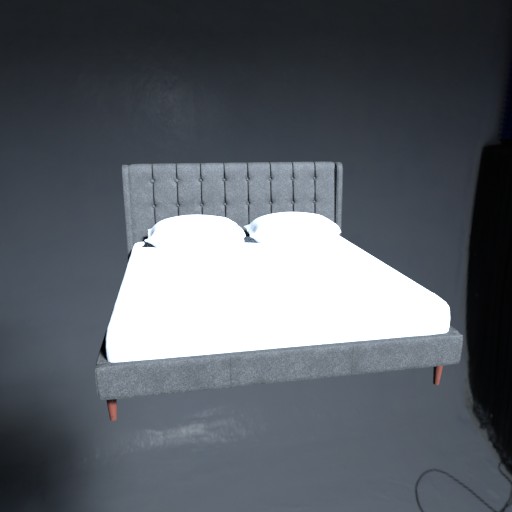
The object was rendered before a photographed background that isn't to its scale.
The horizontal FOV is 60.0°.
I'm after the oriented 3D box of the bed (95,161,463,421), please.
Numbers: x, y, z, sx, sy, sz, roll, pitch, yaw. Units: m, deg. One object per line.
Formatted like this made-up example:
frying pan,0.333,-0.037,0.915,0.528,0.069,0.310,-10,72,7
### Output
bed,0.000,0.000,2.500,1.531,0.933,1.638,-3,16,-10
